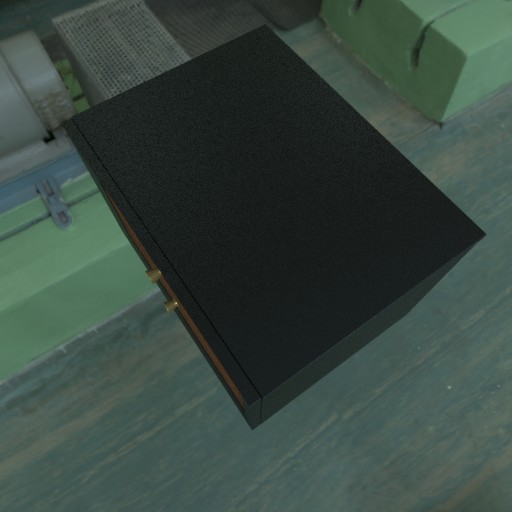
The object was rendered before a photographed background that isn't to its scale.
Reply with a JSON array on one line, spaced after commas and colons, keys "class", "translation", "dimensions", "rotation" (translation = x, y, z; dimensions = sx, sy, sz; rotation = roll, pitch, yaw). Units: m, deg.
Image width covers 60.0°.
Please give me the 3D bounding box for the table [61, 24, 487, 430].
[{"class": "table", "translation": [0.000, 0.000, 0.965], "dimensions": [0.441, 0.584, 0.564], "rotation": [-32, 69, -14]}]
